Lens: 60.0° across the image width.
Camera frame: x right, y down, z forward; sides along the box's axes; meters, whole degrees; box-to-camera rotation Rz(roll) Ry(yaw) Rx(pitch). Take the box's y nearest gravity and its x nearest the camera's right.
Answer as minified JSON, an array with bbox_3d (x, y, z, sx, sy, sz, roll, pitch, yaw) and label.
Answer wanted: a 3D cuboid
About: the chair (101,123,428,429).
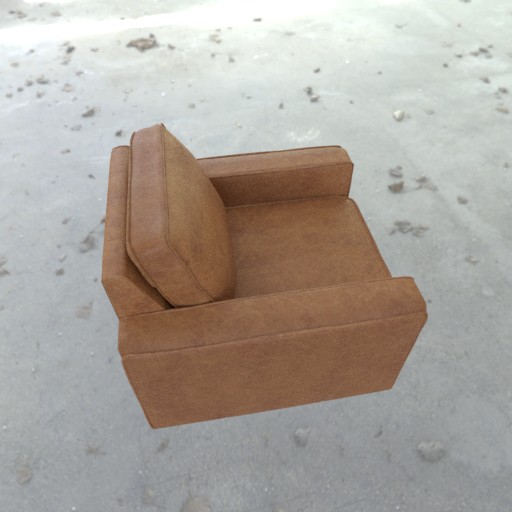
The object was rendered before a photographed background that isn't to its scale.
[{"bbox_3d":[0.000,0.000,1.759,1.027,0.901,0.987,-10,49,-8],"label":"chair"}]
